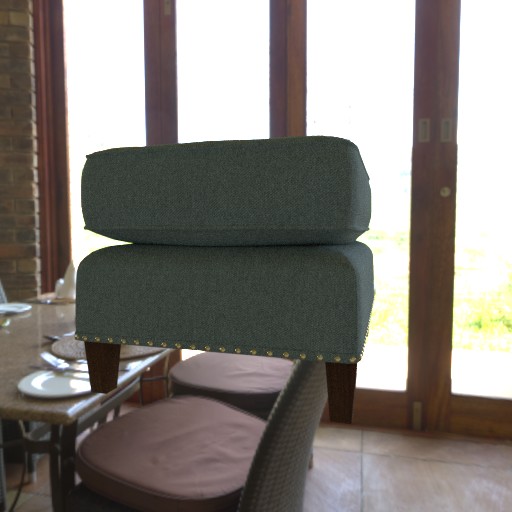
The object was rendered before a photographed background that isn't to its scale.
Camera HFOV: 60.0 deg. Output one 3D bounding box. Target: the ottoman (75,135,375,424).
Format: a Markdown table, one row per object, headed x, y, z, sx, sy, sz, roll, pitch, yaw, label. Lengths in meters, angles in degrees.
| x | y | z | sx | sy | sz | roll | pitch | yaw | label |
| --- | --- | --- | --- | --- | --- | --- | --- | --- | --- |
| 0.000 | 0.000 | 1.162 | 0.589 | 0.537 | 0.738 | 1 | 4 | 17 | ottoman |
